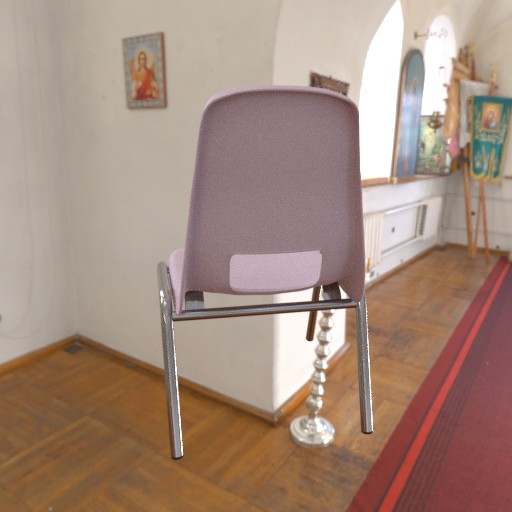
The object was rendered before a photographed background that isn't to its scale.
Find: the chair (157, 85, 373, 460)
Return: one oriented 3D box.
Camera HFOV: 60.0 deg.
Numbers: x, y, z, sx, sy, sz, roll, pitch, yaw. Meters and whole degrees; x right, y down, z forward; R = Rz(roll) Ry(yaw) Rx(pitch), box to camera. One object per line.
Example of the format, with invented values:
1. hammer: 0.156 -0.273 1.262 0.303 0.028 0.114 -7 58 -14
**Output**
1. chair: 0.000 0.000 0.793 0.354 0.536 0.385 -3 15 -11
